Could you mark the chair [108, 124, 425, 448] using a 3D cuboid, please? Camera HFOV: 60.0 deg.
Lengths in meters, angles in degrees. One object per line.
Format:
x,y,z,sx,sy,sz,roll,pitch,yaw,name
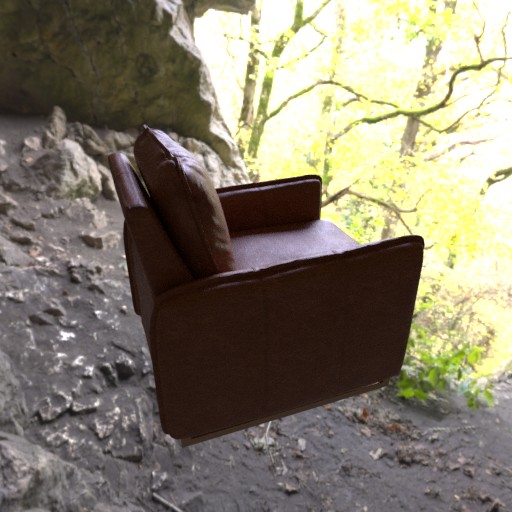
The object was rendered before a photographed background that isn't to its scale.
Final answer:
0.000,0.000,1.645,0.922,0.922,0.830,-10,29,-18,chair
